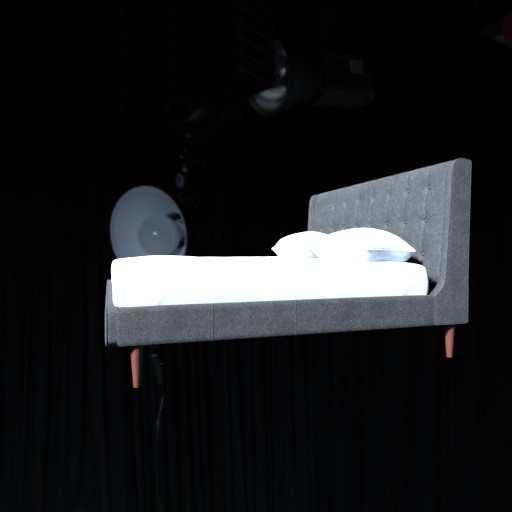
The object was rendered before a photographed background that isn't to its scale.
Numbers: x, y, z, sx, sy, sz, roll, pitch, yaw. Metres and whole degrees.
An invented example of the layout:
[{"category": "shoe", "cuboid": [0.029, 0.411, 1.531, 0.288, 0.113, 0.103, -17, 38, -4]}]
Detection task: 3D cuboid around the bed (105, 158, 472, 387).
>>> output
[{"category": "bed", "cuboid": [0.000, 0.000, 2.551, 1.638, 0.933, 1.531, 0, 1, -18]}]
